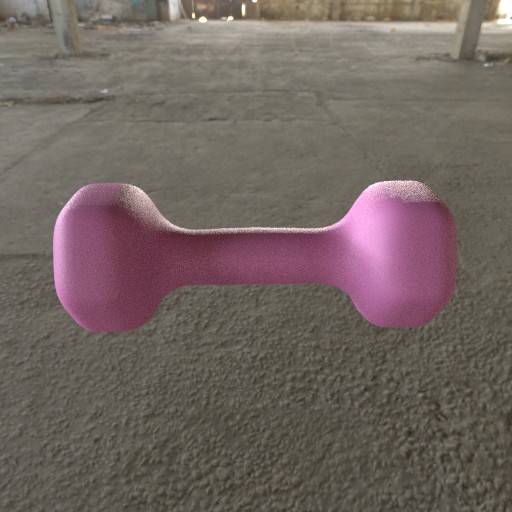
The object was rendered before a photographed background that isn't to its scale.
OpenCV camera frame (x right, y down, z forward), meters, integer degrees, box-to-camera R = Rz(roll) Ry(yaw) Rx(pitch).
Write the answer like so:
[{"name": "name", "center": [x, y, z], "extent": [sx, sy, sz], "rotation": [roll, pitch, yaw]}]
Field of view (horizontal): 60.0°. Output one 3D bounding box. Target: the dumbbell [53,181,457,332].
[{"name": "dumbbell", "center": [0.000, 0.000, 0.189], "extent": [0.159, 0.058, 0.064], "rotation": [0, 30, -1]}]
